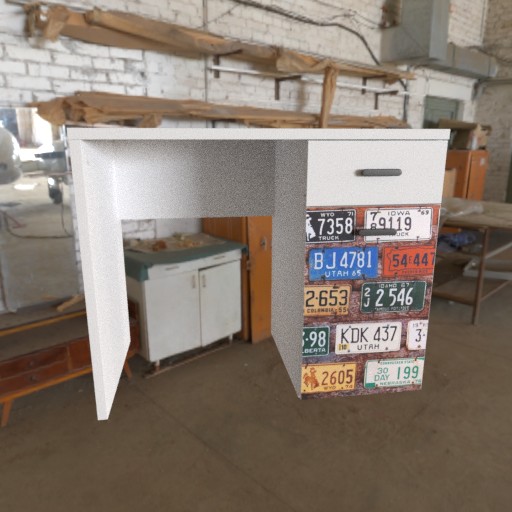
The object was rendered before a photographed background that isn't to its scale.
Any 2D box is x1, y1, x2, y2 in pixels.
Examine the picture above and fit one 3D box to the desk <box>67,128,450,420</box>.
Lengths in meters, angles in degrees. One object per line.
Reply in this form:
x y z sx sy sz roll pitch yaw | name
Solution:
0.000 0.000 1.336 0.898 0.730 0.482 -2 15 -8 | desk
